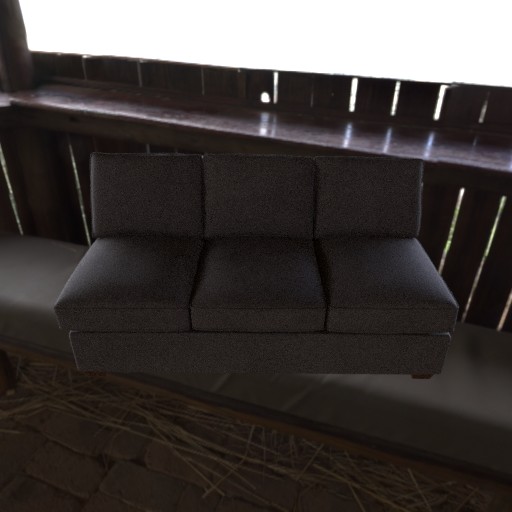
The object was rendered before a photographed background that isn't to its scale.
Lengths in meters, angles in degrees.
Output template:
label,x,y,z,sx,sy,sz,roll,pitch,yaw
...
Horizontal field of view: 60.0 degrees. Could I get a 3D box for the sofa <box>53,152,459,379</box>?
label,x,y,z,sx,sy,sz,roll,pitch,yaw
sofa,0.000,0.000,2.509,1.962,0.973,1.027,0,30,1
